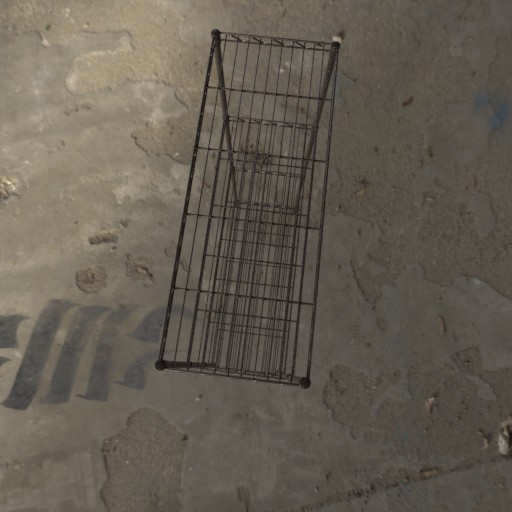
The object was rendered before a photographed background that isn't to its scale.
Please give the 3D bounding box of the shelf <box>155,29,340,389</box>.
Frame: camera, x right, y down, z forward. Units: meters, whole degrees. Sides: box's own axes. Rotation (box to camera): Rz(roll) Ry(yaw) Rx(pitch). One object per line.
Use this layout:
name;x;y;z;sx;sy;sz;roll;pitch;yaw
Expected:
shelf;0.000;0.000;1.753;0.352;1.361;0.907;7;76;2
